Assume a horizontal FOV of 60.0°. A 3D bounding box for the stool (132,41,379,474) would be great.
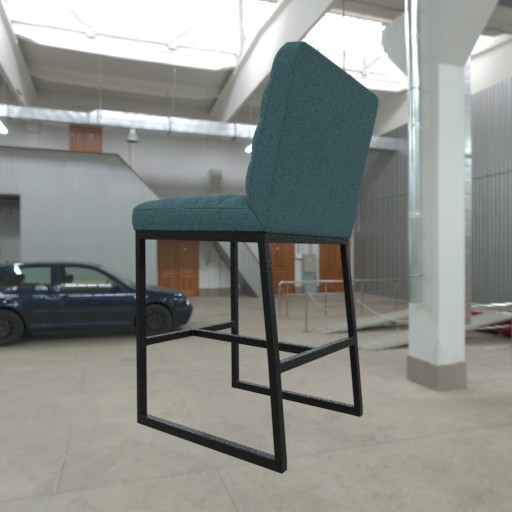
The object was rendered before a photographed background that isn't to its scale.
[{"bbox_3d":[0.000,0.000,1.269,0.560,0.940,0.460,0,0,36],"label":"stool"}]
